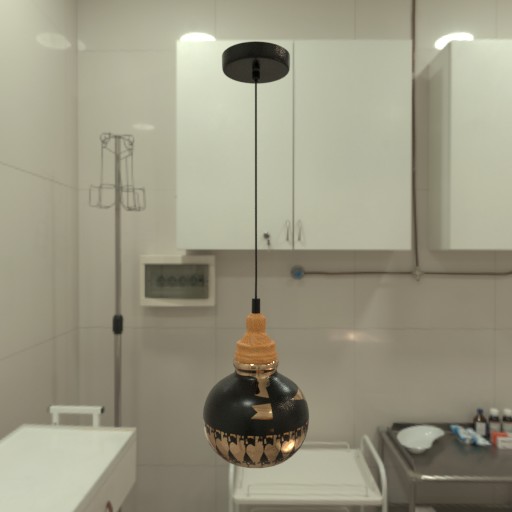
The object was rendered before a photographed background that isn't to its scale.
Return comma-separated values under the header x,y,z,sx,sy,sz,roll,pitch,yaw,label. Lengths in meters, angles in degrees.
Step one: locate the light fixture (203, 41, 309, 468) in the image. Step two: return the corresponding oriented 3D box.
x,y,z,sx,sy,sz,roll,pitch,yaw,label
0.000,0.000,1.801,0.430,1.606,0.430,0,1,1,light fixture
